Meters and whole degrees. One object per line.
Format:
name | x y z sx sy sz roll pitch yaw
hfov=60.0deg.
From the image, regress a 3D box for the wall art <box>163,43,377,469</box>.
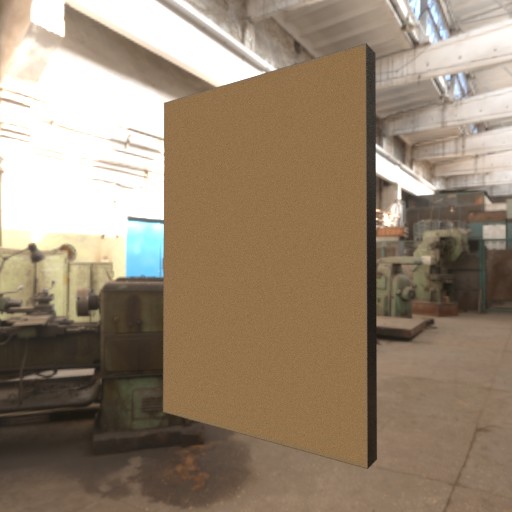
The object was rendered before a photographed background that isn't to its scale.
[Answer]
wall art | 0.000 0.000 0.578 0.313 0.457 0.031 -1 -1 35
